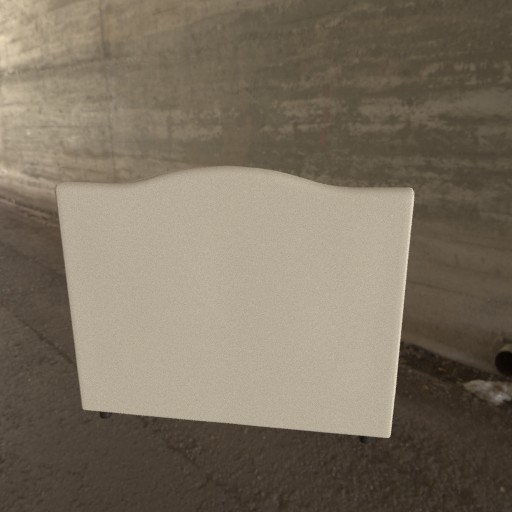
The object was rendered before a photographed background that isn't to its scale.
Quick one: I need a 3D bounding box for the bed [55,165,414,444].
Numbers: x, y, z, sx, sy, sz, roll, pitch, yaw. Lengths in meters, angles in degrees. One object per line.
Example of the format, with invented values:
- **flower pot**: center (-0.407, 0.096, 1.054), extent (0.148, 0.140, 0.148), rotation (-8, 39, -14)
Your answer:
- **bed**: center (0.000, 0.000, 3.277), extent (1.753, 1.460, 2.143), rotation (2, 16, 8)
